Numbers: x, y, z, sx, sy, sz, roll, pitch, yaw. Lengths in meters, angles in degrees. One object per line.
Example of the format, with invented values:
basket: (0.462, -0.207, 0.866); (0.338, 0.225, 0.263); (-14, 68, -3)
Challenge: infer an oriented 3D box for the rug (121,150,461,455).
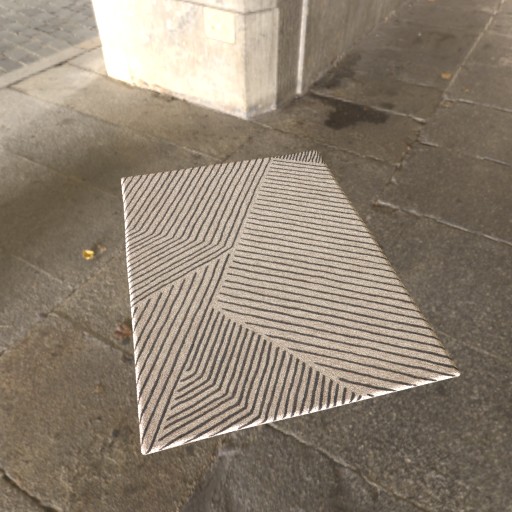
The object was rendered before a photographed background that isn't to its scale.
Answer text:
rug: (0.000, 0.000, 3.231); (1.829, 0.028, 2.449); (-10, 47, -10)
